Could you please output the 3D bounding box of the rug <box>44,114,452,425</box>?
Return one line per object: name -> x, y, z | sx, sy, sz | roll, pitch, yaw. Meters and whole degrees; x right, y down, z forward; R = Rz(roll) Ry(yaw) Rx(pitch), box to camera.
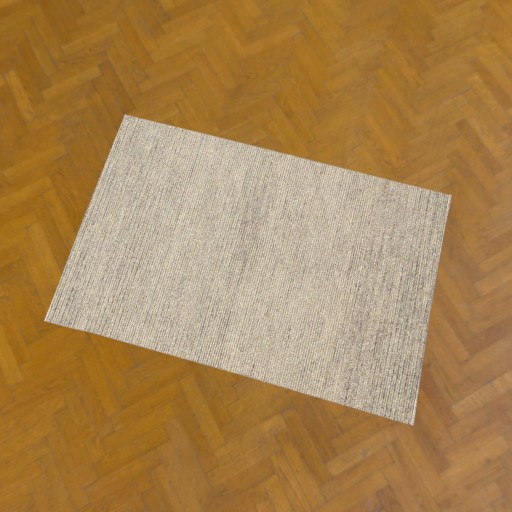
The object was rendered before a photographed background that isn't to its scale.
rug -> 0.000, 0.000, 2.212 | 1.804, 0.022, 1.162 | 15, 76, 4
